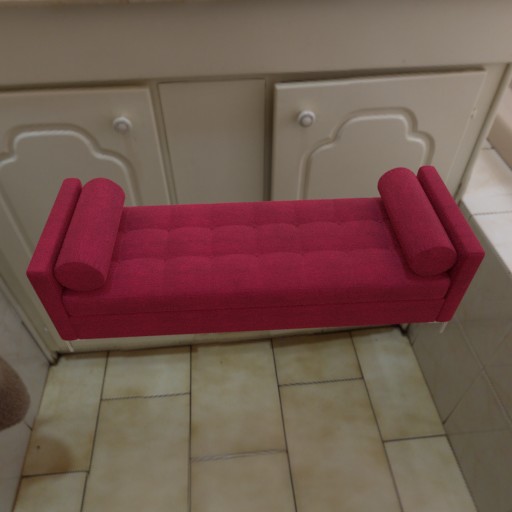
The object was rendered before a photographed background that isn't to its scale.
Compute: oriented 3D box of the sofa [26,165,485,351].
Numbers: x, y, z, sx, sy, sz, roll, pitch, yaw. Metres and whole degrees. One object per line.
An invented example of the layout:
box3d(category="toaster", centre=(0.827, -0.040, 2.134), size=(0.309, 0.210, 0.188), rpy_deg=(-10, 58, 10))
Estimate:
box3d(category="sofa", centre=(0.000, 0.000, 2.341), size=(1.981, 0.635, 0.686), rpy_deg=(-2, 46, -2))
